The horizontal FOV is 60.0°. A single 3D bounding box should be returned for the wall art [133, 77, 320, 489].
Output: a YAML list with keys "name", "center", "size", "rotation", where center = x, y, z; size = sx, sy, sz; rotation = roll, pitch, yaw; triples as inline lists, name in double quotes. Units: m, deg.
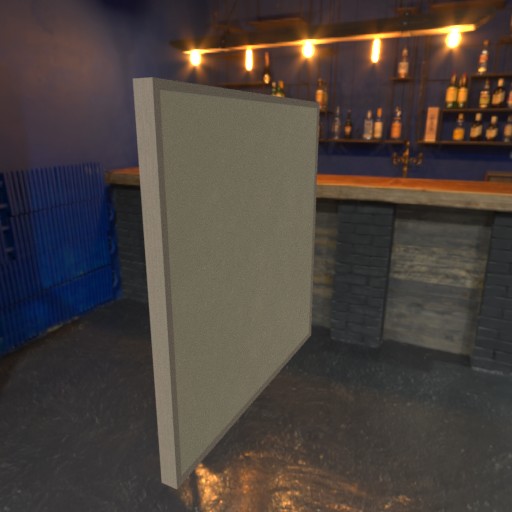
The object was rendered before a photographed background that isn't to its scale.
- name: "wall art"
  center: [0.000, 0.000, 1.105]
  size: [0.038, 0.758, 0.761]
  rotation: [8, 18, 26]
